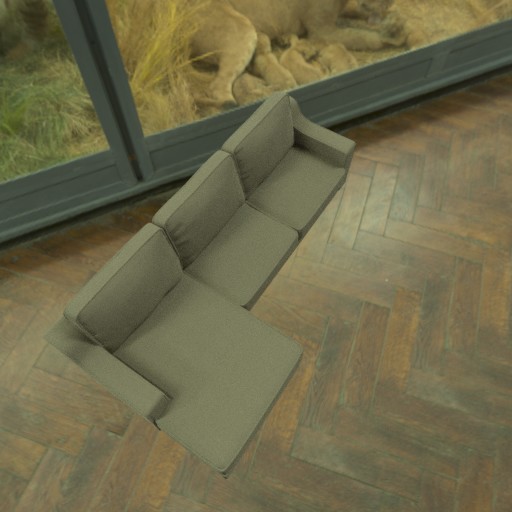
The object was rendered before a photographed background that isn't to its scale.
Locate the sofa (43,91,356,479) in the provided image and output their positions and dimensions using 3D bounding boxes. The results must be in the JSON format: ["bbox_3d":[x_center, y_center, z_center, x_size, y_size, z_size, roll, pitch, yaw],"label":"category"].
[{"bbox_3d":[0.000,0.000,3.163,1.294,0.928,2.561,30,64,17],"label":"sofa"}]
